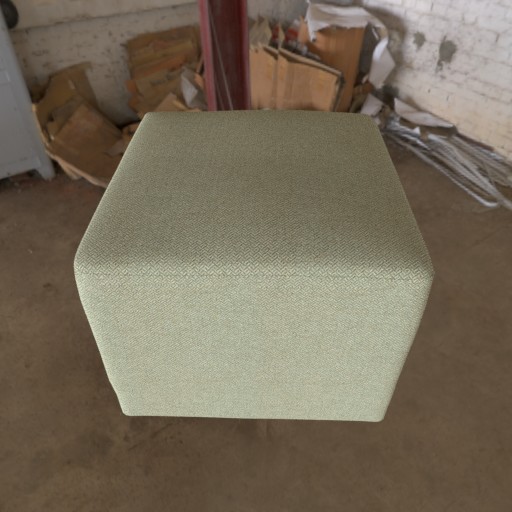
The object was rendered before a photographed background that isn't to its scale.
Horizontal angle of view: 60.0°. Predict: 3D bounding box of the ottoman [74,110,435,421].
[{"bbox_3d":[0.000,0.000,0.912,0.512,0.453,0.521,1,42,1],"label":"ottoman"}]
